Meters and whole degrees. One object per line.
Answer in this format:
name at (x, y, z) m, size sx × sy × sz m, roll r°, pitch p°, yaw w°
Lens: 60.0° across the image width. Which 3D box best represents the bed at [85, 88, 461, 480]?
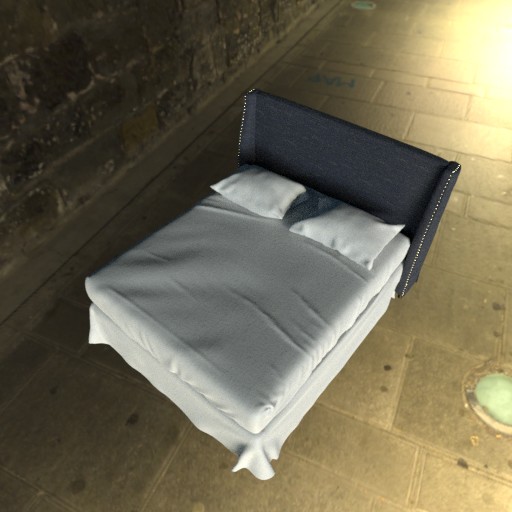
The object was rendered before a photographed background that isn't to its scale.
bed at (0.000, 0.000, 3.380) m, size 1.925 × 1.332 × 2.276 m, roll 31°, pitch 53°, yaw 27°
